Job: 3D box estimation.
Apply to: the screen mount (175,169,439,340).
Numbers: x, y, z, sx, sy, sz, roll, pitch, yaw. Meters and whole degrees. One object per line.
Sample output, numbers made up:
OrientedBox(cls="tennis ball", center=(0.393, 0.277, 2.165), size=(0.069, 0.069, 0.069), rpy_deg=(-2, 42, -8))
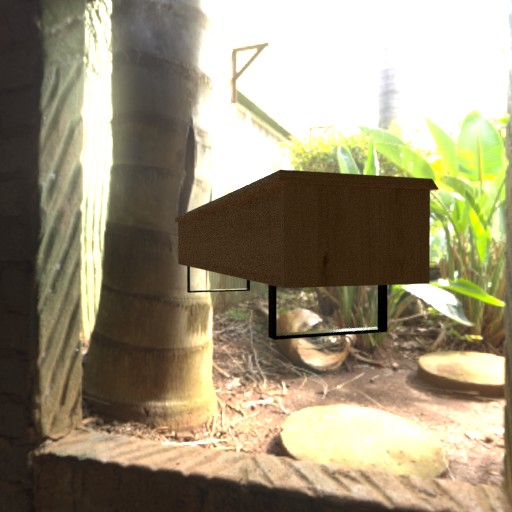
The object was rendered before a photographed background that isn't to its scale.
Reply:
OrientedBox(cls="screen mount", center=(0.000, 0.000, 1.904), size=(0.450, 0.430, 1.700), rpy_deg=(0, 1, -18))
